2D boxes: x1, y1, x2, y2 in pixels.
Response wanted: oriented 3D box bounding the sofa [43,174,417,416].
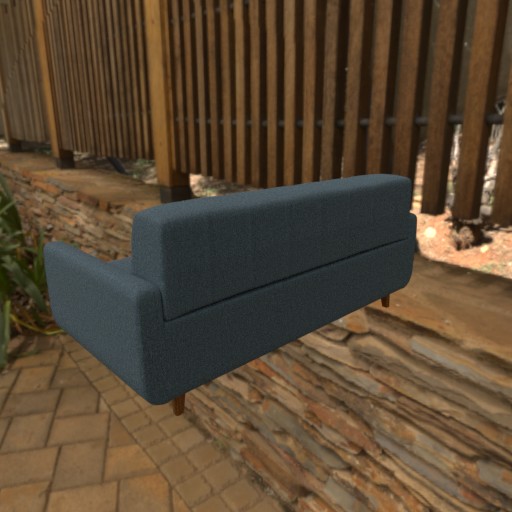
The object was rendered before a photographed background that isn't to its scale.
[{"bbox_3d":[0.000,0.000,2.593,2.055,0.884,0.942,-15,23,-41],"label":"sofa"}]
